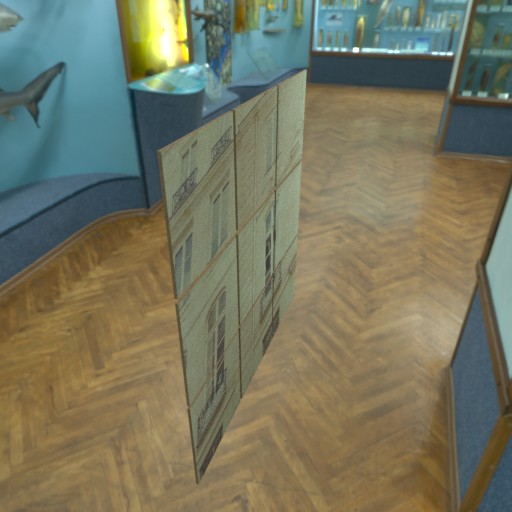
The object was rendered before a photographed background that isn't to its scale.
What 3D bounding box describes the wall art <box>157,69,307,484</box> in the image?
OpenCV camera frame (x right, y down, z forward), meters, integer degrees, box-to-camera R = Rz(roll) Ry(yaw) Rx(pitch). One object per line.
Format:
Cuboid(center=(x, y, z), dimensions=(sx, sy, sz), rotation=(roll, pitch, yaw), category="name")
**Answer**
Cuboid(center=(0.000, 0.000, 2.205), dimensions=(0.023, 1.522, 1.526), rotation=(11, 33, 17), category="wall art")
